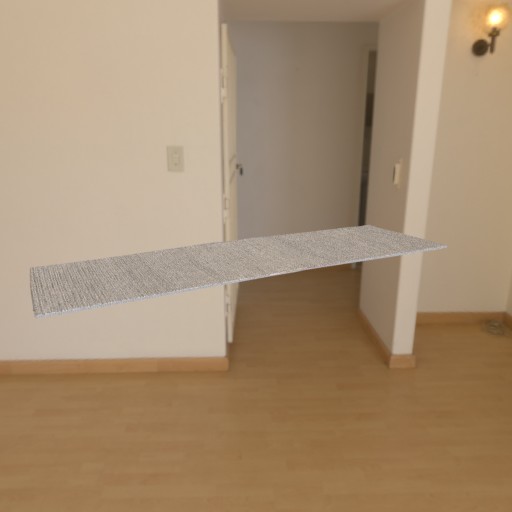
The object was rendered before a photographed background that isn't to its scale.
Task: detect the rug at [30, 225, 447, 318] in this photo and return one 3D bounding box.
[{"bbox_3d":[0.000,0.000,2.536,2.320,0.032,0.692,-8,18,-26],"label":"rug"}]
